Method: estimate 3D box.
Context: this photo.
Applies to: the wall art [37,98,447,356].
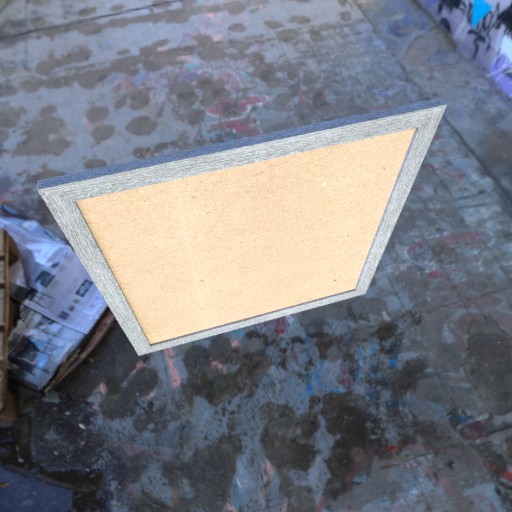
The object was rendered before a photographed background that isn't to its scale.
[{"bbox_3d":[0.000,0.000,1.004,0.685,0.685,0.020,-14,58,-9],"label":"wall art"}]
